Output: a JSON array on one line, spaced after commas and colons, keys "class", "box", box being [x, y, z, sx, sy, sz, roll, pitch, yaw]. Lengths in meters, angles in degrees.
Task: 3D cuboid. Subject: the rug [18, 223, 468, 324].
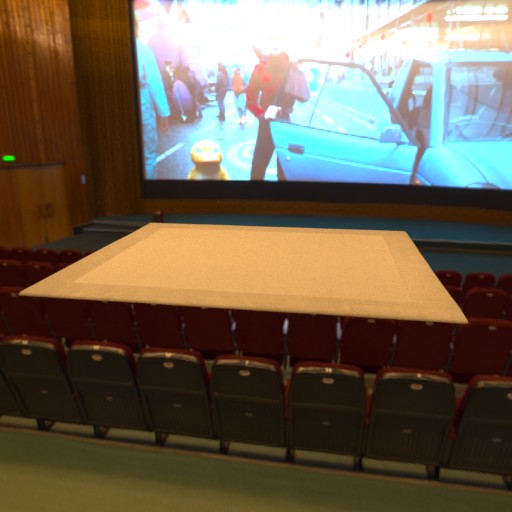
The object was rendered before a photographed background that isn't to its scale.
[{"class": "rug", "box": [0.000, 0.000, 3.997, 2.976, 0.018, 2.430, 3, 16, 9]}]
